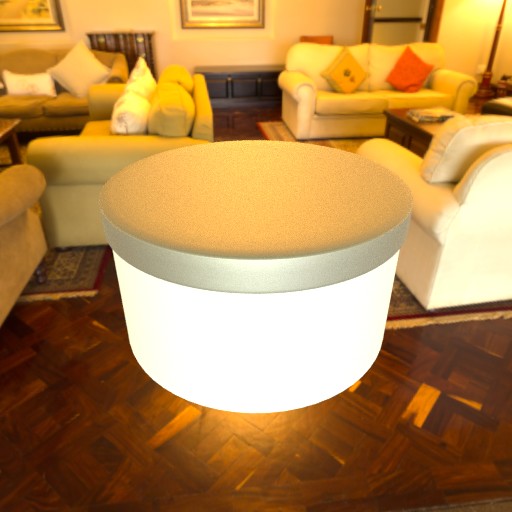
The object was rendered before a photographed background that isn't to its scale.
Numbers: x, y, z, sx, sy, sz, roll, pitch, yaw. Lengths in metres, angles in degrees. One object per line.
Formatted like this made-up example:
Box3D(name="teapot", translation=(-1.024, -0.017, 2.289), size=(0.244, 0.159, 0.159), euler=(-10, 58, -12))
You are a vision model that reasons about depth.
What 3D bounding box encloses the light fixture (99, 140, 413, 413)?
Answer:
Box3D(name="light fixture", translation=(0.000, 0.000, 0.635), size=(0.393, 0.229, 0.393), euler=(0, 30, 0))
